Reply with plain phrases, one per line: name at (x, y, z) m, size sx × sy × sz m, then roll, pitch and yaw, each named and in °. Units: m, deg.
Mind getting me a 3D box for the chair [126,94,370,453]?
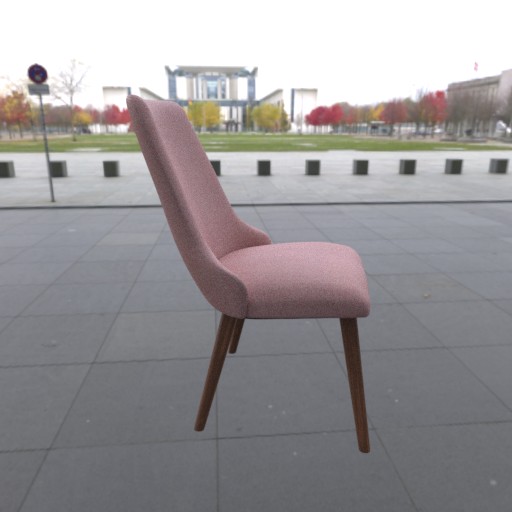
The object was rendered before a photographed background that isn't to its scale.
chair at (0.000, 0.000, 1.354) m, size 0.707 × 0.918 × 0.535 m, roll 3°, pitch 16°, yaw 9°
